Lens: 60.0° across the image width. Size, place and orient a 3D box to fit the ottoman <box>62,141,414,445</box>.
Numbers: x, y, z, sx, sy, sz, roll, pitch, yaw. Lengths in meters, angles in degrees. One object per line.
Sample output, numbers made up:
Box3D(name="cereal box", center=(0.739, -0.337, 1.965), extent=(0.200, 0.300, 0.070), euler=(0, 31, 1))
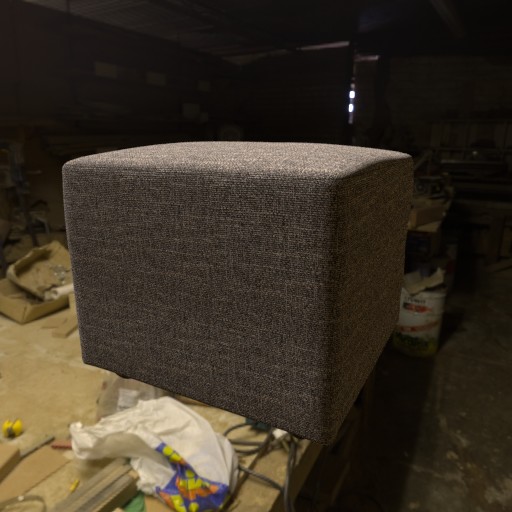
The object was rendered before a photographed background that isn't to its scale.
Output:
Box3D(name="ottoman", center=(0.000, 0.000, 0.911), extent=(0.521, 0.453, 0.512), euler=(8, 18, 27))
